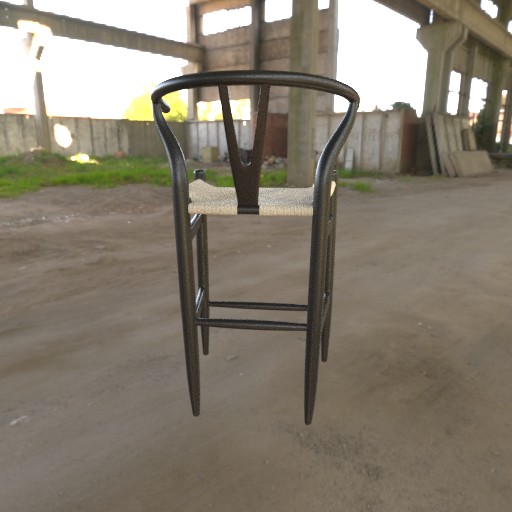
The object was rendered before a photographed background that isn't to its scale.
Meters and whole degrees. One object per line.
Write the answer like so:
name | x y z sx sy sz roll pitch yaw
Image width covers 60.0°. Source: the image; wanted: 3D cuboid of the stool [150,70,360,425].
stool | 0.000 0.000 1.338 0.569 0.970 0.579 2 15 7
